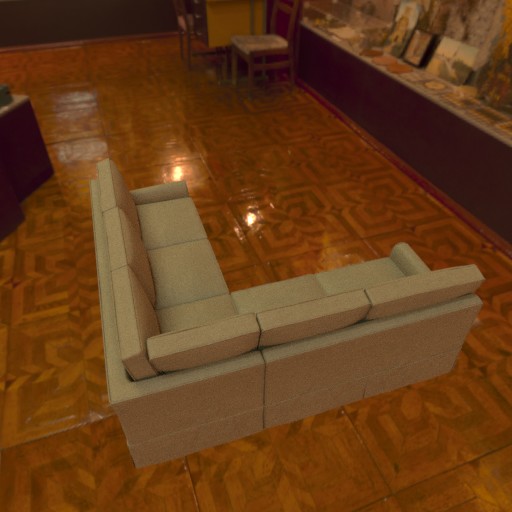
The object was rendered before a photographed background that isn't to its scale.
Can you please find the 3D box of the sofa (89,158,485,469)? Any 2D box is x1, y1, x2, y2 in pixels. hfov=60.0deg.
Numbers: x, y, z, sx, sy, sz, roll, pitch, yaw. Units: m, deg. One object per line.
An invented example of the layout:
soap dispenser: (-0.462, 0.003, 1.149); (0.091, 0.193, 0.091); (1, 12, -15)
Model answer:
sofa: (0.000, 0.000, 3.945); (2.618, 1.081, 2.623); (-12, 42, -14)
